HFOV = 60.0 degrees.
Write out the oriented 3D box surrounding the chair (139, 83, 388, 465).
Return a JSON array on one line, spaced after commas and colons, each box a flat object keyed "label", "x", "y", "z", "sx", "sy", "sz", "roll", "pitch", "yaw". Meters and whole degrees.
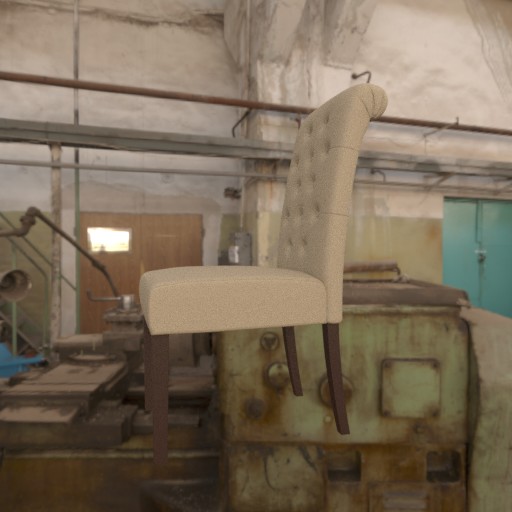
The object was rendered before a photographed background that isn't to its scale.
[{"label": "chair", "x": 0.000, "y": 0.000, "z": 1.352, "sx": 0.671, "sy": 1.006, "sz": 0.456, "roll": 0, "pitch": 2, "yaw": -17}]
